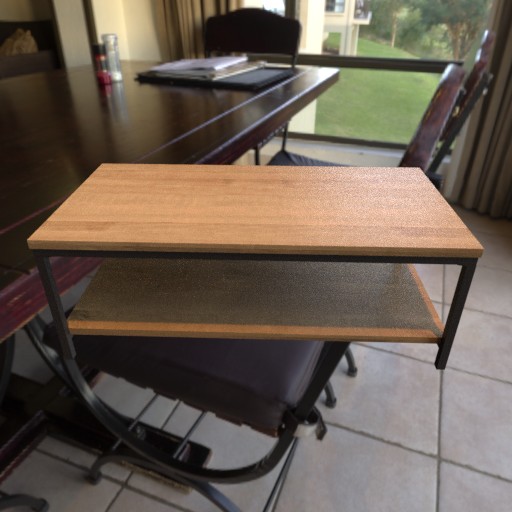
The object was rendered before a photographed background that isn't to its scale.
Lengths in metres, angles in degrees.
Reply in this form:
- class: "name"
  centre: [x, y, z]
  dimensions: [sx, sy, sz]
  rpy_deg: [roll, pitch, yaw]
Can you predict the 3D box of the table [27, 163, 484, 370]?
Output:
- class: "table"
  centre: [0.000, 0.000, 1.403]
  dimensions: [1.100, 0.399, 0.551]
  rpy_deg: [1, 31, 2]
